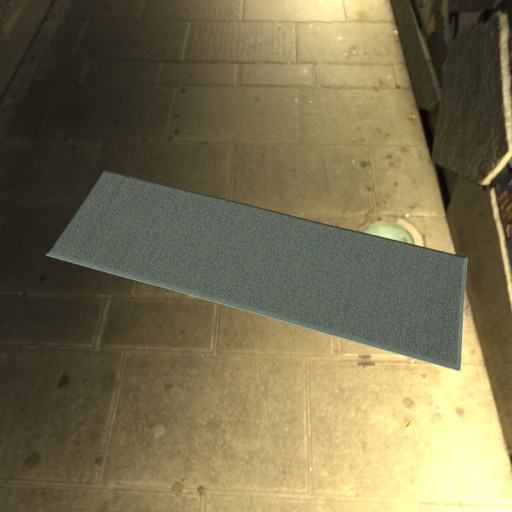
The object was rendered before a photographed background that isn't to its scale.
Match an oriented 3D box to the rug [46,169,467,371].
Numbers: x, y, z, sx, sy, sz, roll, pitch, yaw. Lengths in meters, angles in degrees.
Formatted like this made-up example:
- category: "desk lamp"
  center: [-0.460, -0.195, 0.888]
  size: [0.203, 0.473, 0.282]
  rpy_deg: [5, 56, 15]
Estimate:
- category: "rug"
  center: [0.000, 0.000, 2.408]
  size: [2.196, 0.011, 0.662]
  rpy_deg: [15, 58, 9]
